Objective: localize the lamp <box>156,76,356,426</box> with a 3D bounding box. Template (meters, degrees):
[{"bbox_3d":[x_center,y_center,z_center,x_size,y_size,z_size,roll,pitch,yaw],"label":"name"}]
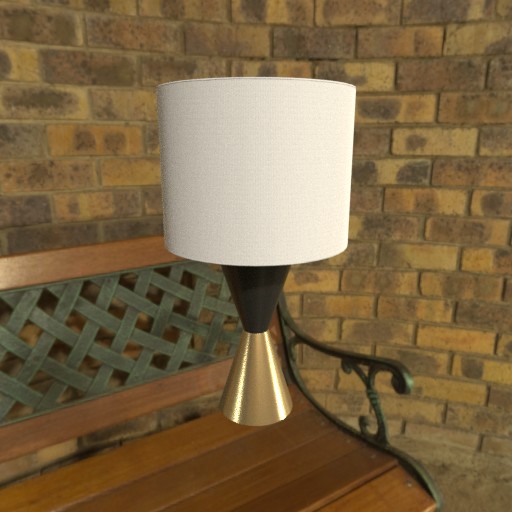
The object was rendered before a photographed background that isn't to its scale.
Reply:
[{"bbox_3d":[0.000,0.000,0.758,0.304,0.573,0.304,8,17,26],"label":"lamp"}]
